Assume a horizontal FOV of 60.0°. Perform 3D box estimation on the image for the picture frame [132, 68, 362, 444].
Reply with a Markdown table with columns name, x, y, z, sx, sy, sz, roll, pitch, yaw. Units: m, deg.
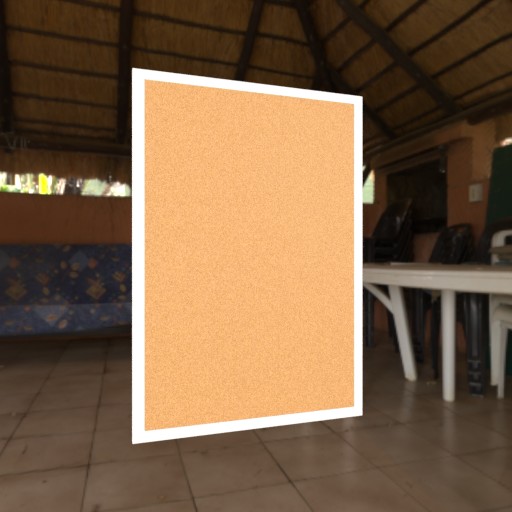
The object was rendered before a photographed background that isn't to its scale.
| name | x | y | z | sx | sy | sz | roll | pitch | yaw |
| --- | --- | --- | --- | --- | --- | --- | --- | --- | --- |
| picture frame | 0.000 | 0.000 | 0.850 | 0.457 | 0.657 | 0.013 | 0 | 0 | -18 |
